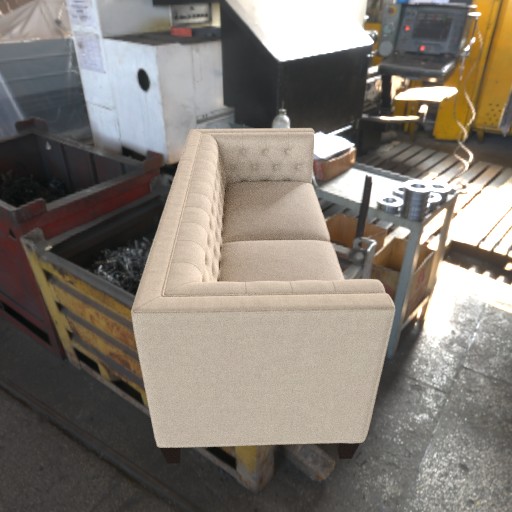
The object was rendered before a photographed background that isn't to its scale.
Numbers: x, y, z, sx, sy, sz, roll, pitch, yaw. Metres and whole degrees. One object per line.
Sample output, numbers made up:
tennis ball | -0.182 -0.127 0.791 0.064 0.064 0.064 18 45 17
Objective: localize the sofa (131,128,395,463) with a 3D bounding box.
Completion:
sofa | 0.000 0.000 2.216 0.775 0.762 1.778 -1 33 -1
